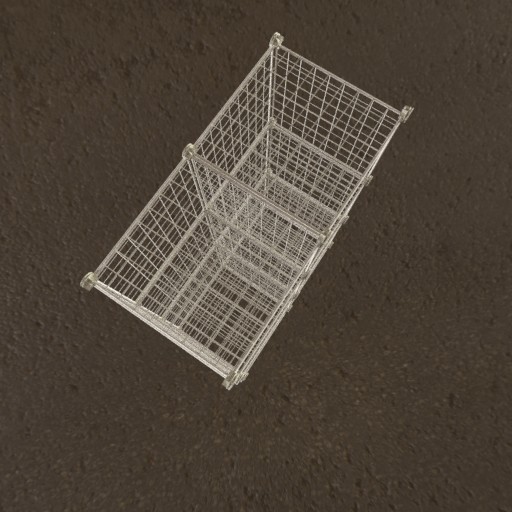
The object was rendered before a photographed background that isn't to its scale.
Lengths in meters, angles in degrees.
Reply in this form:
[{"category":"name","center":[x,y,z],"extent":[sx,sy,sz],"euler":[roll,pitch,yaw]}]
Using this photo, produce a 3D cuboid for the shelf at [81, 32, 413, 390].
[{"category":"shelf","center":[0.000,0.000,1.425],"extent":[0.356,1.067,0.711],"euler":[33,78,8]}]
